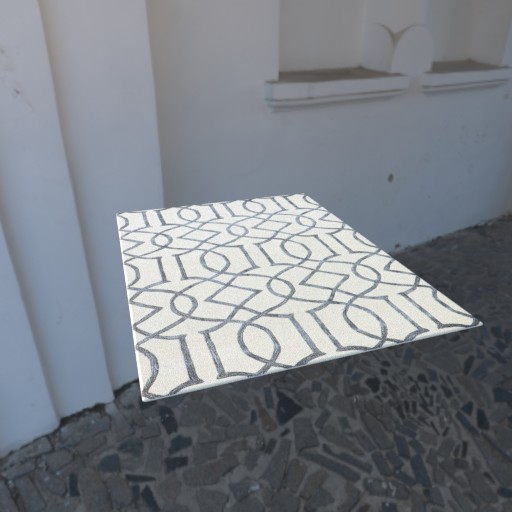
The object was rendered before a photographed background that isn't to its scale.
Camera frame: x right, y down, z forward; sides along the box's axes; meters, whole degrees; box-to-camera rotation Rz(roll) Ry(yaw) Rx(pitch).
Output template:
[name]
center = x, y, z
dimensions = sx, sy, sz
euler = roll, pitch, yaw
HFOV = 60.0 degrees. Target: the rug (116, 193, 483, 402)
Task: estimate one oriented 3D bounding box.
[rug]
center = 0.000, 0.000, 3.859
dimensions = 2.211, 0.021, 2.910
euler = -8, 27, -16
